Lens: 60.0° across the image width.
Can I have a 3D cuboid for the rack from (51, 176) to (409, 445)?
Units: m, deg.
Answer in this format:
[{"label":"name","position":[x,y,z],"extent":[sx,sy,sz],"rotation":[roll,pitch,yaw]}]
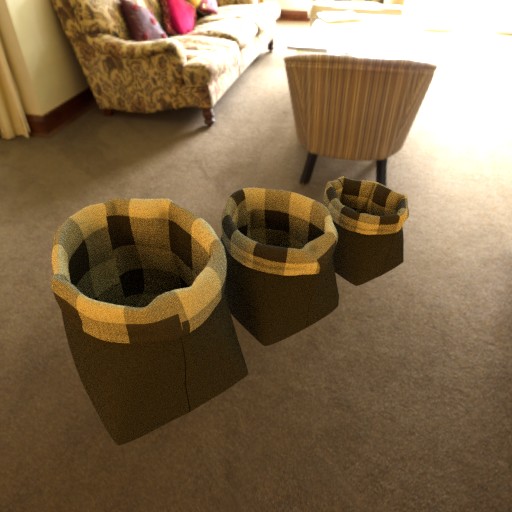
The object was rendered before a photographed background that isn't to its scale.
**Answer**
[{"label":"rack","position":[0.000,0.000,1.040],"extent":[0.889,0.329,0.370],"rotation":[-24,45,-27]}]
